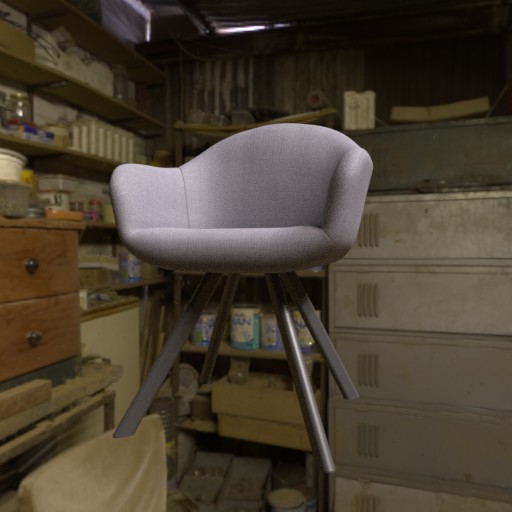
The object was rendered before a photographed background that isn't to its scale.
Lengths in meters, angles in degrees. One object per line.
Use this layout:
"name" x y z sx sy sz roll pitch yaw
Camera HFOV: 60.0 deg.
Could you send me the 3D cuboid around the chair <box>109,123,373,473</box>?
"chair" 0.000 0.000 1.152 0.590 0.795 0.550 0 1 19
